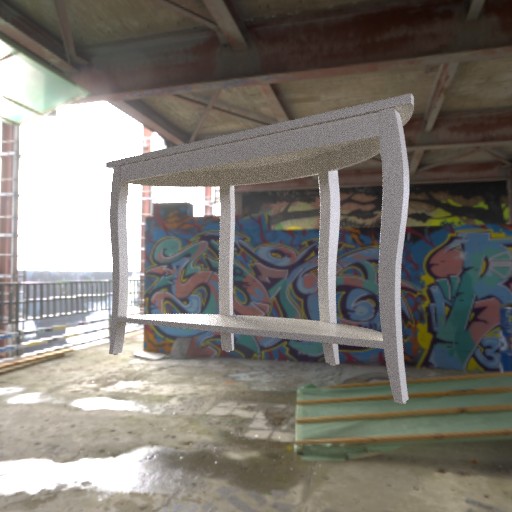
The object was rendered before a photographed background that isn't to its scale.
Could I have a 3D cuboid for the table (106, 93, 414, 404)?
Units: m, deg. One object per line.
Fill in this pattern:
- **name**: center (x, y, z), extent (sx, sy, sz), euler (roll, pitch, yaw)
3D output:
- **table**: center (0.000, 0.000, 1.604), extent (1.219, 0.780, 0.394), euler (-1, -2, 35)
